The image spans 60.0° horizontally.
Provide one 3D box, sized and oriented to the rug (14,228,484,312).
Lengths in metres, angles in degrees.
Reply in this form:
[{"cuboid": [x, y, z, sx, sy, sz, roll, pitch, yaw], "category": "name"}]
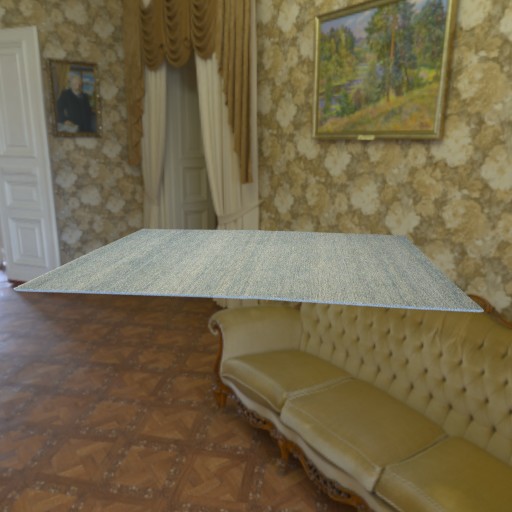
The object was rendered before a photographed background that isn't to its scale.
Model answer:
[{"cuboid": [0.000, 0.000, 4.187, 3.237, 0.046, 2.461, 2, 14, 8], "category": "rug"}]
